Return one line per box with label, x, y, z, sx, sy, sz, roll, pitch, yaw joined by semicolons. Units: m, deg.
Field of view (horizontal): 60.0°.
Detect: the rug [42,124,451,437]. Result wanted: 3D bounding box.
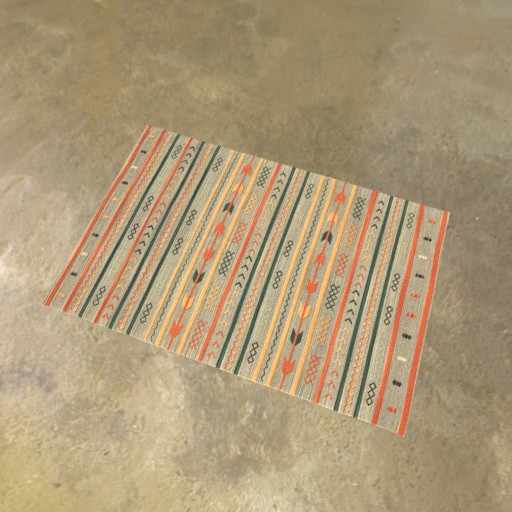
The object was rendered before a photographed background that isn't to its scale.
rug;0.000;0.000;2.322;1.835;0.017;1.220;18;66;8
